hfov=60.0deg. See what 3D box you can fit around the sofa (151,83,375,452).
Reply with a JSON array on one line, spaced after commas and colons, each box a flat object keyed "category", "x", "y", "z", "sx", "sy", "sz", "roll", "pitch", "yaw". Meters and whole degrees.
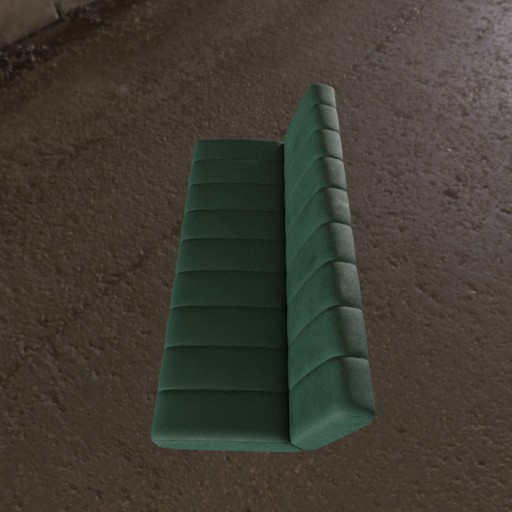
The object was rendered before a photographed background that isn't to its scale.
[{"category": "sofa", "x": 0.000, "y": 0.000, "z": 2.266, "sx": 0.830, "sy": 0.820, "sz": 1.810, "roll": 1, "pitch": 55, "yaw": 1}]
